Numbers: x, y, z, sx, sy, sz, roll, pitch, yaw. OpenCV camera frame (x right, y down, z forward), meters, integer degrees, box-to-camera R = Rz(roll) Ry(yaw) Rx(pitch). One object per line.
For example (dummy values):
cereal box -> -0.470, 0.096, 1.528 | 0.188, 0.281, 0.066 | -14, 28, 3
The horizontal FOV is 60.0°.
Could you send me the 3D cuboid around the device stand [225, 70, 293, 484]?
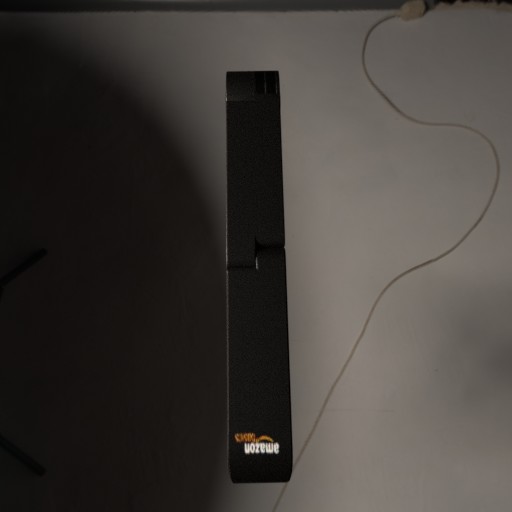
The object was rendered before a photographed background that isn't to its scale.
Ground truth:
device stand -> 0.000, 0.000, 0.194 | 0.026, 0.030, 0.179 | -1, 76, 0
